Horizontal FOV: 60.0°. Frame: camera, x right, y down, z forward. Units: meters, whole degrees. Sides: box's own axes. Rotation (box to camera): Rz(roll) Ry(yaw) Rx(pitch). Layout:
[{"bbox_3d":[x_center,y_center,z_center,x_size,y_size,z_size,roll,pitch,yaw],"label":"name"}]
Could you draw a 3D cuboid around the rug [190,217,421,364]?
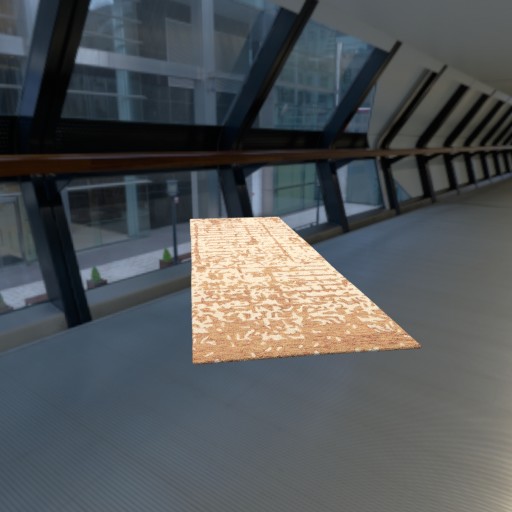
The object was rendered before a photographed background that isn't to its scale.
[{"bbox_3d":[0.000,0.000,2.572,0.750,0.011,2.435,-2,15,-8],"label":"rug"}]
